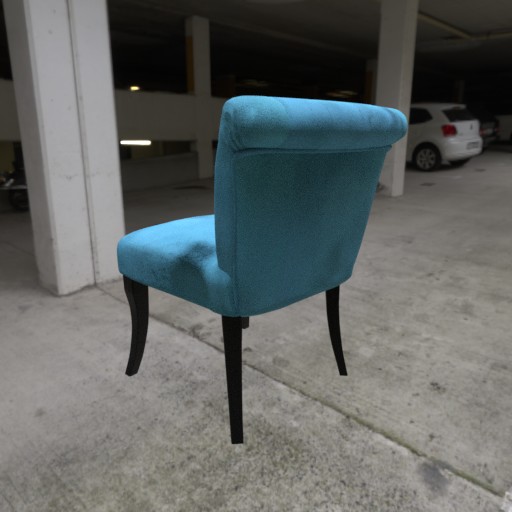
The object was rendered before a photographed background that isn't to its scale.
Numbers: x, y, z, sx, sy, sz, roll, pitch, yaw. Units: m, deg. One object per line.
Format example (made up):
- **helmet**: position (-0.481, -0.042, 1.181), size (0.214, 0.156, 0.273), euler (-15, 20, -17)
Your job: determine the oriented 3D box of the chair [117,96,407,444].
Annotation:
- **chair**: position (0.000, 0.000, 1.179), size (0.605, 0.750, 0.582), euler (14, 21, 43)
